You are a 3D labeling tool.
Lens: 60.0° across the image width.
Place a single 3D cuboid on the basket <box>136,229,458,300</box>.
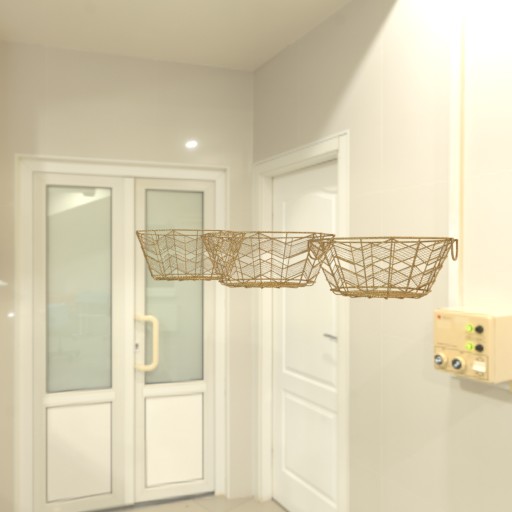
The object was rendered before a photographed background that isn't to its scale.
[{"bbox_3d":[0.000,0.000,1.365,0.432,0.178,1.245,0,0,-38],"label":"basket"}]
